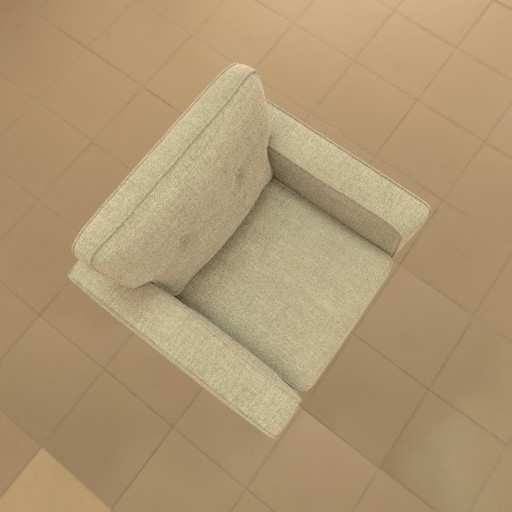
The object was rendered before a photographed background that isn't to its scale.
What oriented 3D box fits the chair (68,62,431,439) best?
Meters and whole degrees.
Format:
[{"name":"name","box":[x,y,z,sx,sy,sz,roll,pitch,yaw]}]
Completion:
[{"name":"chair","box":[0.000,0.000,1.744,0.939,0.965,1.015,36,78,9]}]
